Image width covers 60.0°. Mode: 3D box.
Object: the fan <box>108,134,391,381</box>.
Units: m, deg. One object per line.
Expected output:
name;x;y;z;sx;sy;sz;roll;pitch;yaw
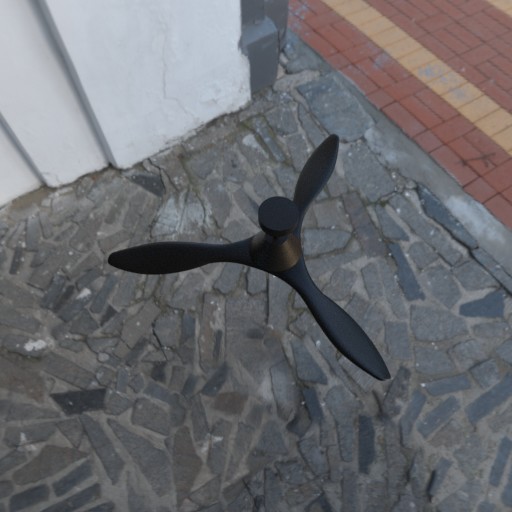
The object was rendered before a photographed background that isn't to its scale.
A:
fan;0.000;0.000;1.600;1.067;0.305;1.067;-15;63;-8
